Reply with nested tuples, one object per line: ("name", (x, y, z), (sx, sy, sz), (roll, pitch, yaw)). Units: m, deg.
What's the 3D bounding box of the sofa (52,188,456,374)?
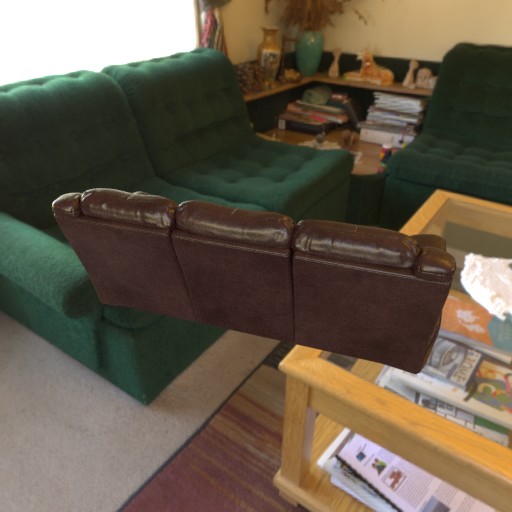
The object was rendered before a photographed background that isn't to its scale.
("sofa", (0.000, 0.000, 2.901), (2.337, 1.043, 0.991), (10, 34, 15))
